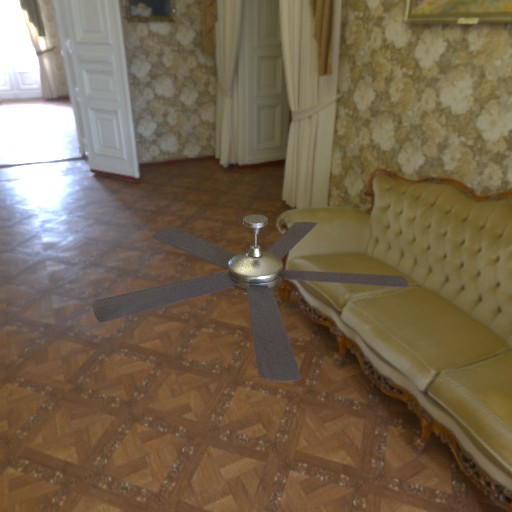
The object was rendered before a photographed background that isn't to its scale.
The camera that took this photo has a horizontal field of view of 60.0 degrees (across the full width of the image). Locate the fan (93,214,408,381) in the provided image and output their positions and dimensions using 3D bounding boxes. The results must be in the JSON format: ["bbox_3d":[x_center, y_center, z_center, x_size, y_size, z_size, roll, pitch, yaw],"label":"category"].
[{"bbox_3d":[0.000,0.000,1.975,1.321,0.356,1.321,8,28,15],"label":"fan"}]
